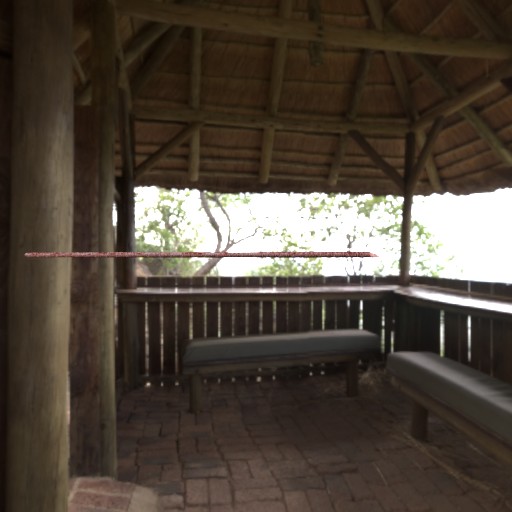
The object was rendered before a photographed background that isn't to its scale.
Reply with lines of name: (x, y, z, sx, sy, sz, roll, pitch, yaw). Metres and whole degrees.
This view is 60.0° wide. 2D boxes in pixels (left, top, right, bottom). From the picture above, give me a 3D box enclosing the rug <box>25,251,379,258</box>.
rug: (0.000, 0.000, 2.314, 1.219, 0.016, 1.829, 0, 0, 16)
